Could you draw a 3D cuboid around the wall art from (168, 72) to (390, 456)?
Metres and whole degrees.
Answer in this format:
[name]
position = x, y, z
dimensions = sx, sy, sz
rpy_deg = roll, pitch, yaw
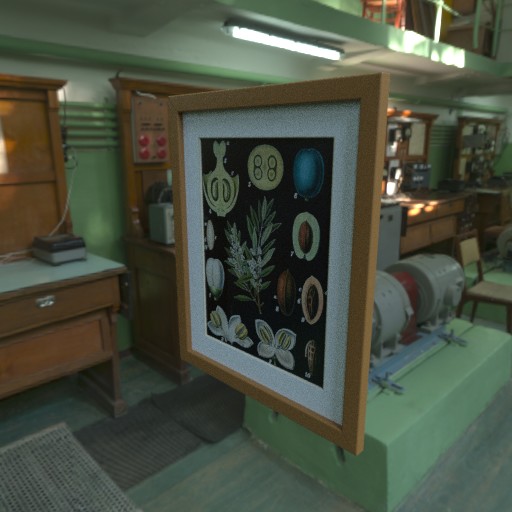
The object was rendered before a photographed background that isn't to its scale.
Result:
[wall art]
position = 0.000, 0.000, 0.768
dimensions = 0.449, 0.550, 0.021
rpy_deg = 14, 20, 42
